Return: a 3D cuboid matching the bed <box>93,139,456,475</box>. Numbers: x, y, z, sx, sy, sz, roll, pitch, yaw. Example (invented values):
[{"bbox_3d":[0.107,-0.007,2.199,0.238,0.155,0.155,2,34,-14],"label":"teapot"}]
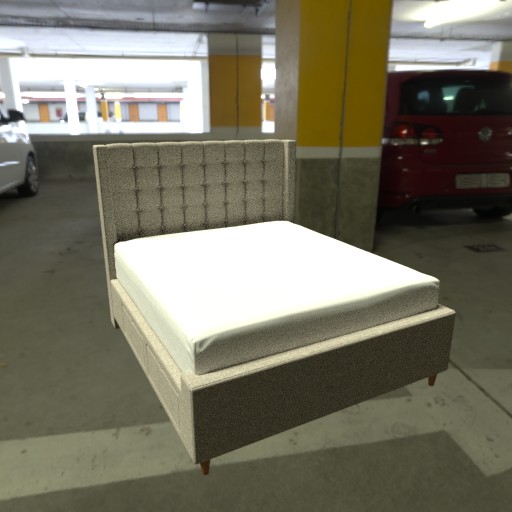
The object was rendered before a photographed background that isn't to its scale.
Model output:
[{"bbox_3d":[0.000,0.000,3.677,2.044,1.748,2.372,-9,20,-27],"label":"bed"}]
